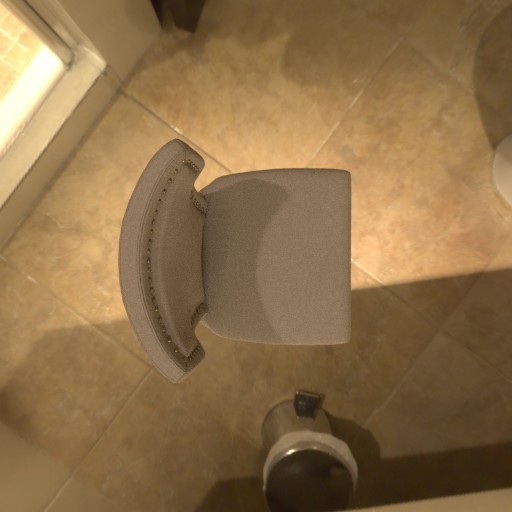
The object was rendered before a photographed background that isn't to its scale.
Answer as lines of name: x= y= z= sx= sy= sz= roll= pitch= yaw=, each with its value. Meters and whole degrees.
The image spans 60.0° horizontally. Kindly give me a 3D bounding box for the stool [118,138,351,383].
stool: x=0.000 y=0.000 z=1.443 sx=0.563 sy=1.092 sz=0.526 roll=0 pitch=91 yaw=0
